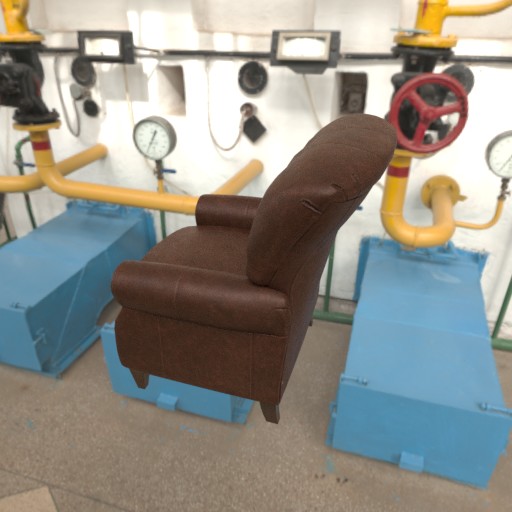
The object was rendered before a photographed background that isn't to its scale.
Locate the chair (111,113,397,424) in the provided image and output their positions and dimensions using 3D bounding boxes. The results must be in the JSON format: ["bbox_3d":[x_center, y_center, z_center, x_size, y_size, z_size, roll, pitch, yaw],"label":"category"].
[{"bbox_3d":[0.000,0.000,1.943,1.031,1.162,0.979,9,30,16],"label":"chair"}]
